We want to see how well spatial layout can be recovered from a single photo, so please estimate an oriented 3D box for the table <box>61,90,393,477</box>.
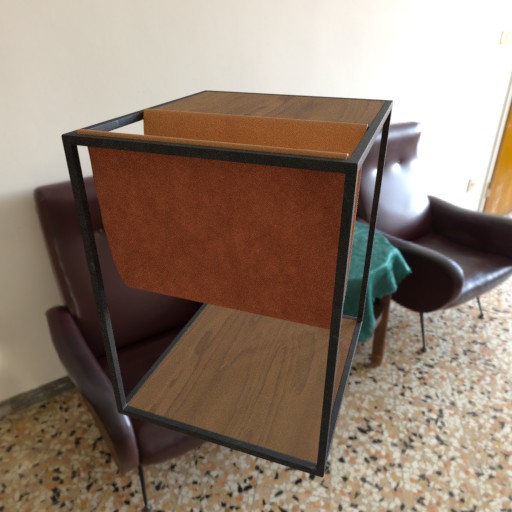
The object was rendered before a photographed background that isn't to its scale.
[{"bbox_3d":[0.000,0.000,0.851,0.399,0.536,0.450,10,30,18],"label":"table"}]
